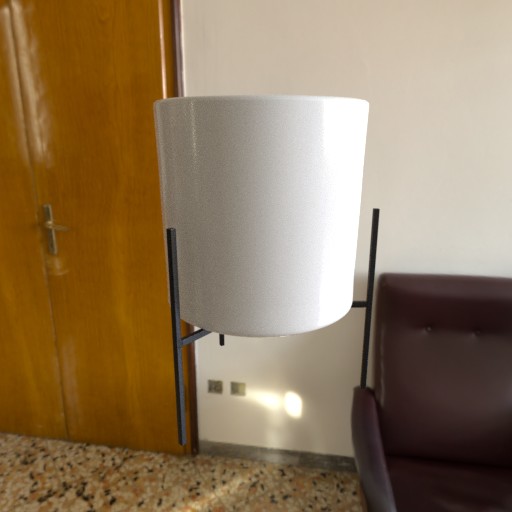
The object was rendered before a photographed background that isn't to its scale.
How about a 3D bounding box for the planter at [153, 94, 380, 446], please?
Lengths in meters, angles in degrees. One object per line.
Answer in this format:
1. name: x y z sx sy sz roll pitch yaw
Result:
1. planter: 0.000 0.000 0.659 0.307 0.431 0.308 -8 18 -25
